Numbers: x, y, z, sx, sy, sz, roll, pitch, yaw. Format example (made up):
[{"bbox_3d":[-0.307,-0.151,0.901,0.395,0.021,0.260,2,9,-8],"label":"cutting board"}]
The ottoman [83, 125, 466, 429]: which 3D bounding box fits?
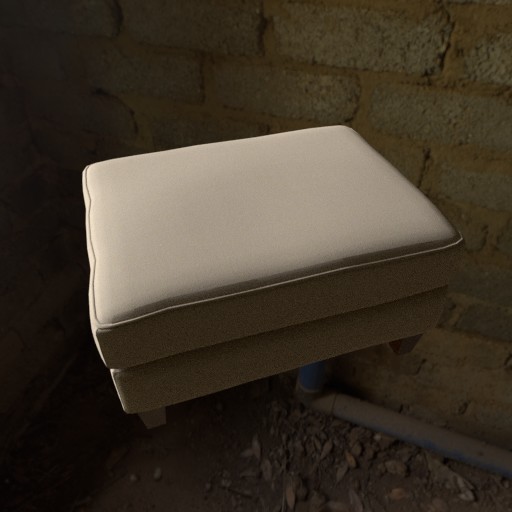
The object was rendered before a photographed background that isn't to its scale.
[{"bbox_3d":[0.000,0.000,1.213,0.818,0.485,0.634,-12,43,-13],"label":"ottoman"}]
